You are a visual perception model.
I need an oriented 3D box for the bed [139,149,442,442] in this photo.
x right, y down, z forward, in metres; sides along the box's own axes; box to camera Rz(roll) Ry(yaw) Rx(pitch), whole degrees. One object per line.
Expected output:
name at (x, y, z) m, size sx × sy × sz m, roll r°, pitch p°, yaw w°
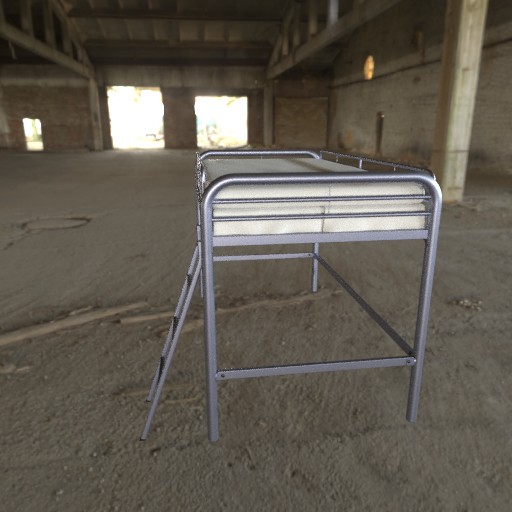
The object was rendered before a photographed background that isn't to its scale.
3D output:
bed at (0.000, 0.000, 2.955) m, size 1.415 × 1.288 × 1.965 m, roll -2°, pitch 16°, yaw -8°
